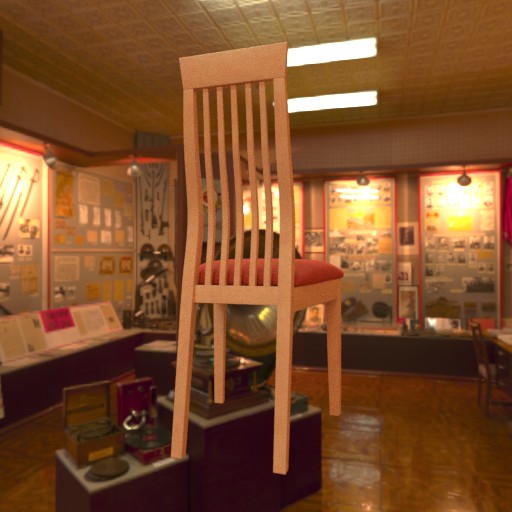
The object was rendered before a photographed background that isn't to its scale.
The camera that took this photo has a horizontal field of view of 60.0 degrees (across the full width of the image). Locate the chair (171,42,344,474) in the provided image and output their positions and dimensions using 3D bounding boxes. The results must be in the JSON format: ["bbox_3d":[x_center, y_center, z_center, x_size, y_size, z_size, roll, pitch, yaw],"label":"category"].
[{"bbox_3d":[0.000,0.000,1.299,0.460,1.027,0.474,0,0,18],"label":"chair"}]
